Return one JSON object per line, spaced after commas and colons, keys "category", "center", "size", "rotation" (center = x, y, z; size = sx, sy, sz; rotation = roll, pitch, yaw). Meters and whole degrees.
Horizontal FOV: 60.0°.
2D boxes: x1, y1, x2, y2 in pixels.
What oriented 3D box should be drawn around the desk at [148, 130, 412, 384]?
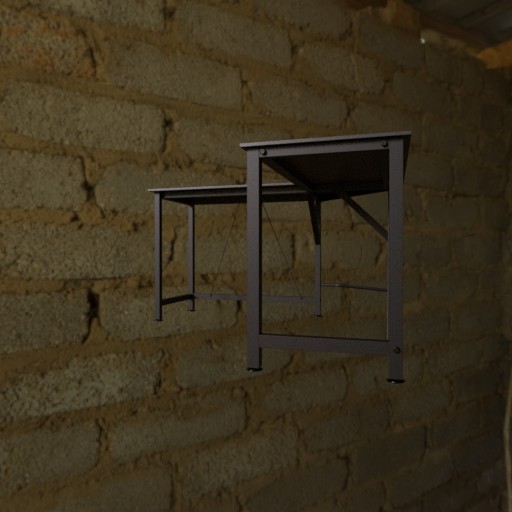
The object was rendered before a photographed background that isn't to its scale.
{"category": "desk", "center": [0.000, 0.000, 2.195], "size": [1.400, 0.762, 1.400], "rotation": [0, 1, 17]}
